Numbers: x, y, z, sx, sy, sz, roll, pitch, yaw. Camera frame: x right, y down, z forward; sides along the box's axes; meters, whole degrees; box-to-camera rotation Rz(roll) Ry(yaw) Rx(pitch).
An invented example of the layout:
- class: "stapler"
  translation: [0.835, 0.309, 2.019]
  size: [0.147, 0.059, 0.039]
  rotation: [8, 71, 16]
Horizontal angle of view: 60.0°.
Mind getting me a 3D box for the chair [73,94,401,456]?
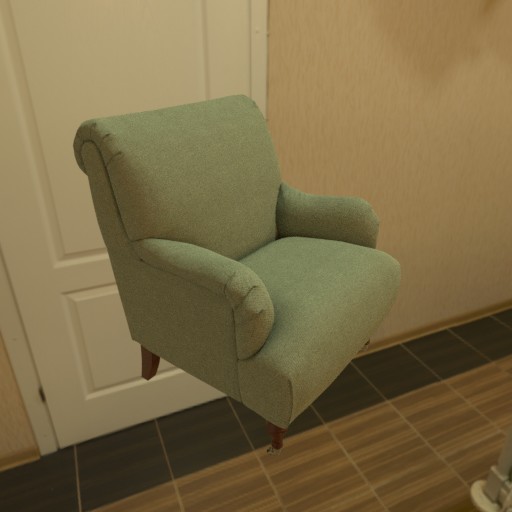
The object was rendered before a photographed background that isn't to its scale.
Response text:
- class: "chair"
  translation: [0.000, 0.000, 1.914]
  size: [1.060, 1.178, 0.964]
  rotation: [19, 33, 33]
